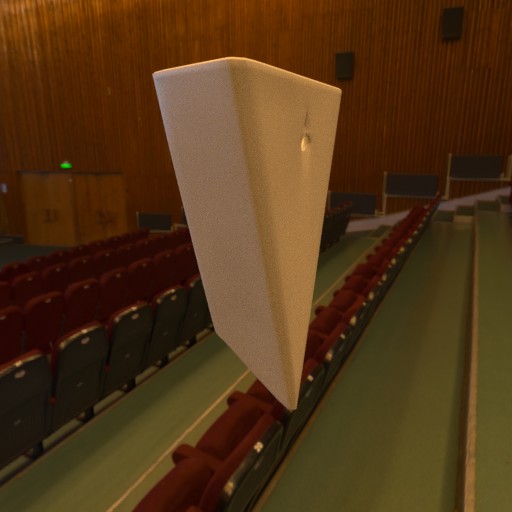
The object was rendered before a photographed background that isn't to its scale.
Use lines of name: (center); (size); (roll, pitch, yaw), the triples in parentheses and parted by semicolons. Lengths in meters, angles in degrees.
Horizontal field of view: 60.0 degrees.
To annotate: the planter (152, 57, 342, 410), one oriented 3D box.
planter: (0.000, 0.000, 0.267); (0.060, 0.197, 0.150); (7, 17, 24)
